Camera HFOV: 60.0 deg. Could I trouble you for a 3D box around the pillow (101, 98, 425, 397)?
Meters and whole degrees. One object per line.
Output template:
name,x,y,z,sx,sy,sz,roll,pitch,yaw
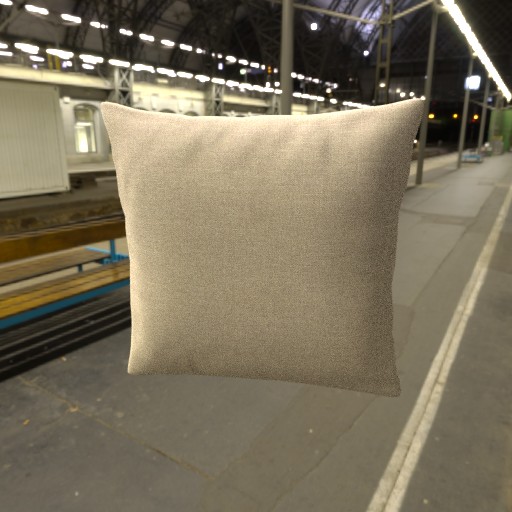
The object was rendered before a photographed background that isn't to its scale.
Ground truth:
pillow,0.000,0.000,0.767,0.523,0.510,0.166,3,15,10
